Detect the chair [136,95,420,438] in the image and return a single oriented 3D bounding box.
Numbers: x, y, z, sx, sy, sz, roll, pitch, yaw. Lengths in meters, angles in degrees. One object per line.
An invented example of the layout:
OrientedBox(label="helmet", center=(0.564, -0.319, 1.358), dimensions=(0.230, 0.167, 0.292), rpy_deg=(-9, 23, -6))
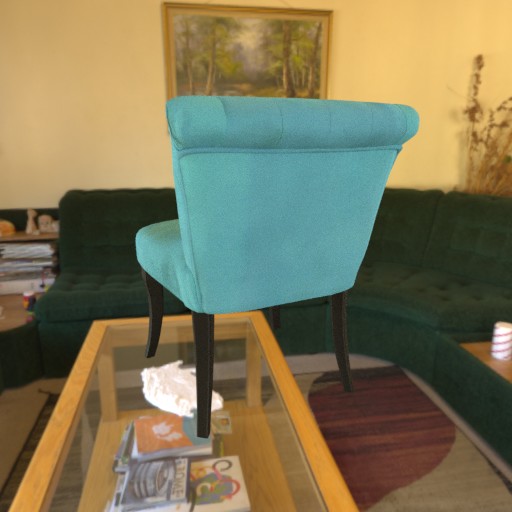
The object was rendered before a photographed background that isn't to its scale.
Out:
OrientedBox(label="chair", center=(0.000, 0.000, 1.171), dimensions=(0.582, 0.750, 0.605), rpy_deg=(-8, 17, -26))
